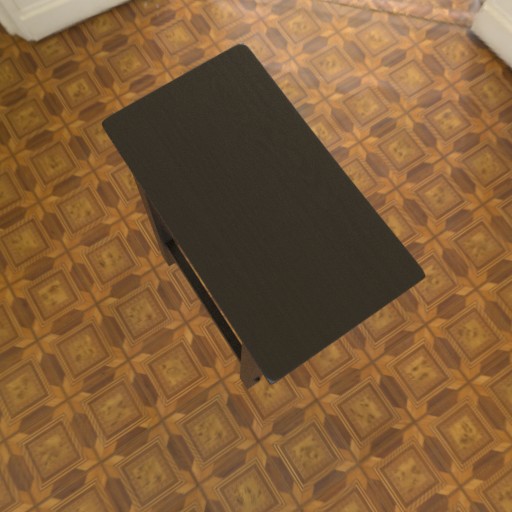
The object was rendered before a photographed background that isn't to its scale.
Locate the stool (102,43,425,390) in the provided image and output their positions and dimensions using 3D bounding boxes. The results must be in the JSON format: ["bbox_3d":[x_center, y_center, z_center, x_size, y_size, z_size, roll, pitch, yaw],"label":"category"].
[{"bbox_3d":[0.000,0.000,0.855,0.322,0.610,0.406,-33,78,-8],"label":"stool"}]
